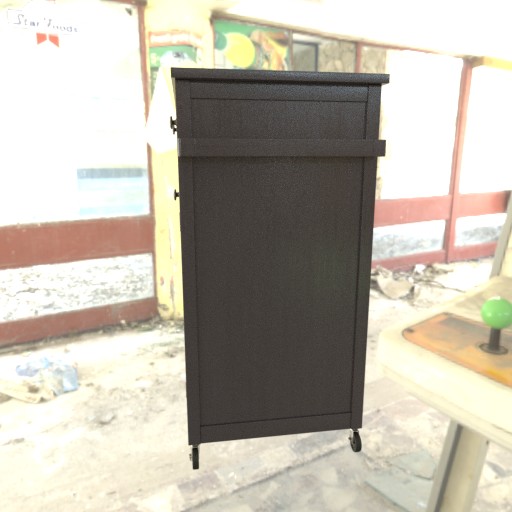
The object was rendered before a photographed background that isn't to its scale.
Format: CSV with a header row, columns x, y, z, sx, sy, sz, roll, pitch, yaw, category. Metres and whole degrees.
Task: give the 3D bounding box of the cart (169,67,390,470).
x,y,z,sx,sy,sz,roll,pitch,yaw,category
0.000,0.000,1.262,0.449,0.878,0.690,-2,13,-9,cart
